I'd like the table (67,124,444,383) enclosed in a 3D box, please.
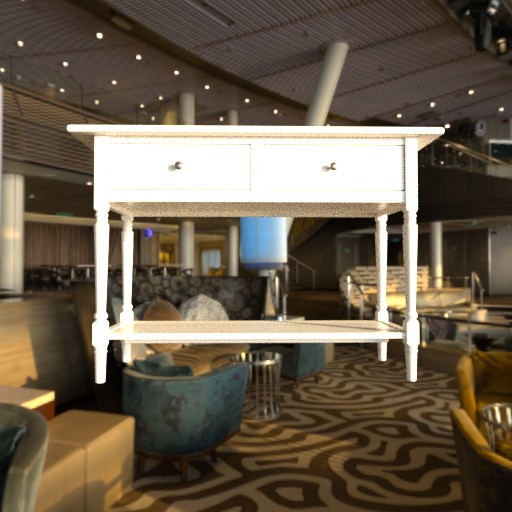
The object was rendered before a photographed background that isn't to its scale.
[{"bbox_3d":[0.000,0.000,1.578,1.191,0.814,0.386,0,-1,-1],"label":"table"}]
